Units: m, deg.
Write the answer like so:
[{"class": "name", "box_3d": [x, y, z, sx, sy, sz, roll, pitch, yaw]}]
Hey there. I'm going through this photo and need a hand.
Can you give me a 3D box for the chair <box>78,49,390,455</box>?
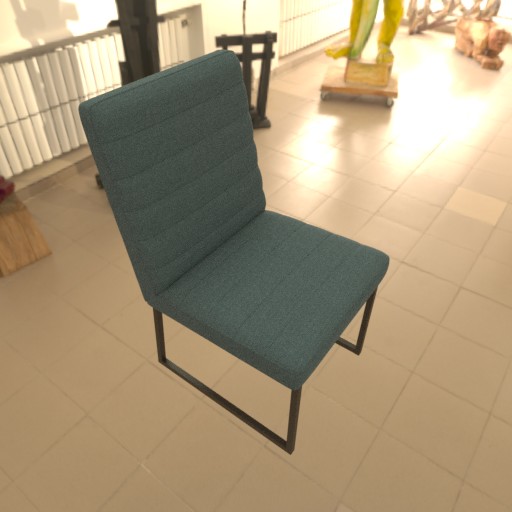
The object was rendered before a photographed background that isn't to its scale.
[{"class": "chair", "box_3d": [0.000, 0.000, 1.279, 0.634, 0.930, 0.520, 26, 47, 27]}]
